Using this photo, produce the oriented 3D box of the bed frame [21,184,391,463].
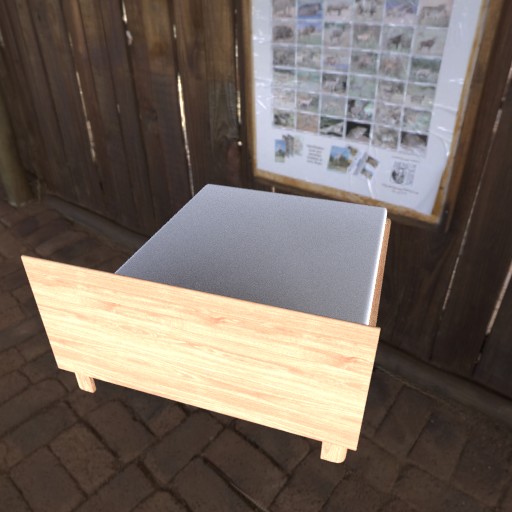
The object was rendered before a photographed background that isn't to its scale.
[{"bbox_3d":[0.000,0.000,2.969,1.660,0.940,2.092,10,34,15],"label":"bed frame"}]
